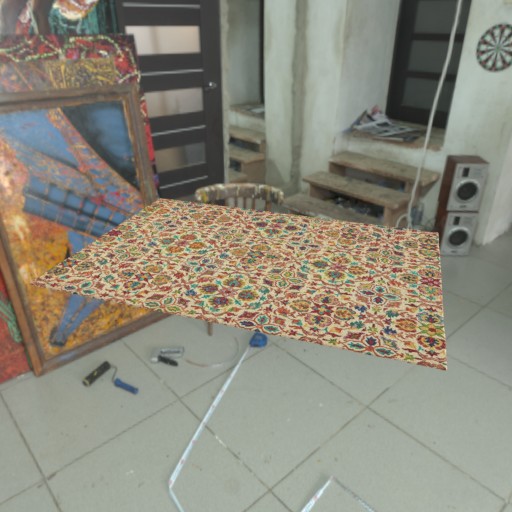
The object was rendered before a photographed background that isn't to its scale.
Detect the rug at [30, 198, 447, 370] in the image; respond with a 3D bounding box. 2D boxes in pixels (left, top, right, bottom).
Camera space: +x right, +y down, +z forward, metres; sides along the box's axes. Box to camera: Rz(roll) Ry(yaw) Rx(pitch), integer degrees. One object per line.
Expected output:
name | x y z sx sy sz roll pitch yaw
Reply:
rug | 0.000 0.000 2.337 1.838 0.013 1.226 9 29 17
